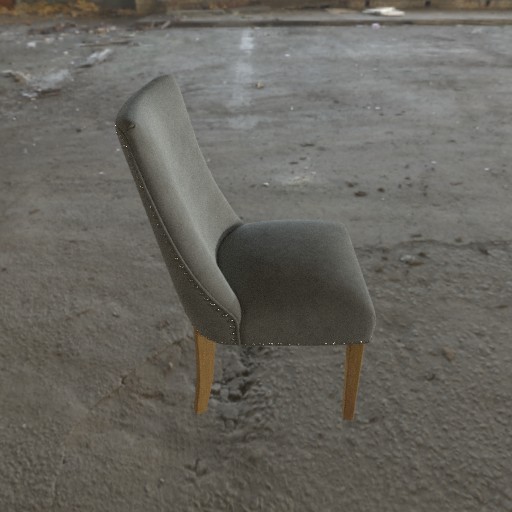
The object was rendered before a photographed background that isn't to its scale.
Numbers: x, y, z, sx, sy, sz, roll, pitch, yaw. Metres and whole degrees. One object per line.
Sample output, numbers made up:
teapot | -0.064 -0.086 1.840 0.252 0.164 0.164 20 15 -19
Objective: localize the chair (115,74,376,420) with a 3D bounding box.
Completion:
chair | 0.000 0.000 1.275 0.610 0.902 0.495 0 34 0
